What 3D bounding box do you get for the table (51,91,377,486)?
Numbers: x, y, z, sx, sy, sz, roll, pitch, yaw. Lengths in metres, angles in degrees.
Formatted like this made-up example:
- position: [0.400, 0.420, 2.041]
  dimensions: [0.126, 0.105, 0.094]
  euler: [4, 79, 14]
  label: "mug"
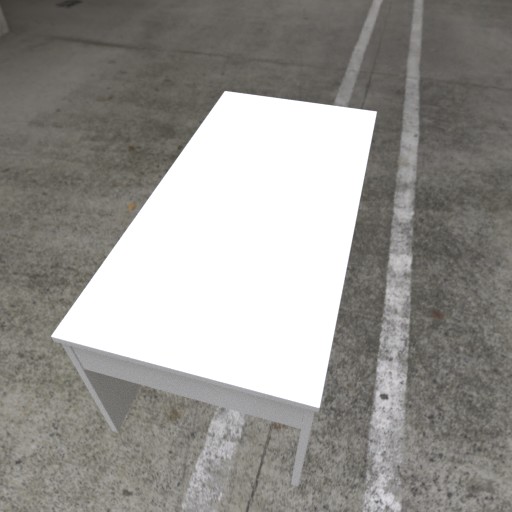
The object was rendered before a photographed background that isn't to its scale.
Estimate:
- position: [0.000, 0.000, 1.257]
  dimensions: [0.500, 0.440, 1.000]
  euler: [12, 48, 11]
  label: "table"
